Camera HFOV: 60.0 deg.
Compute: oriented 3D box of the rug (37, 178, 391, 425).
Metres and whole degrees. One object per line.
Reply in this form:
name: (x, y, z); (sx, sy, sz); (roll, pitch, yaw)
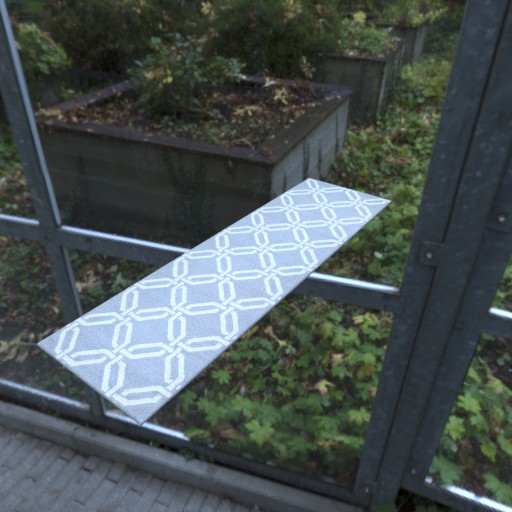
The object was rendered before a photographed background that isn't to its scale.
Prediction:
rug: (0.000, 0.000, 2.518); (0.678, 0.014, 2.276); (22, 39, 30)
